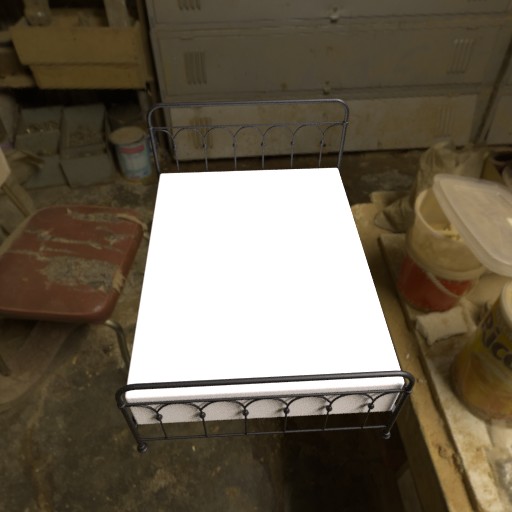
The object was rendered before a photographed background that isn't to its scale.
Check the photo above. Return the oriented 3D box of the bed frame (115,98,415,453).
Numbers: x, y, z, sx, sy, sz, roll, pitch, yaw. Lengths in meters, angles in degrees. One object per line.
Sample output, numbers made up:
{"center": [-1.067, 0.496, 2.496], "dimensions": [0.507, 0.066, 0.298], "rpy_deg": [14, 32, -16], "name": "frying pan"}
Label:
{"center": [0.000, 0.000, 3.183], "dimensions": [1.664, 1.276, 2.203], "rpy_deg": [-2, 46, -2], "name": "bed frame"}
